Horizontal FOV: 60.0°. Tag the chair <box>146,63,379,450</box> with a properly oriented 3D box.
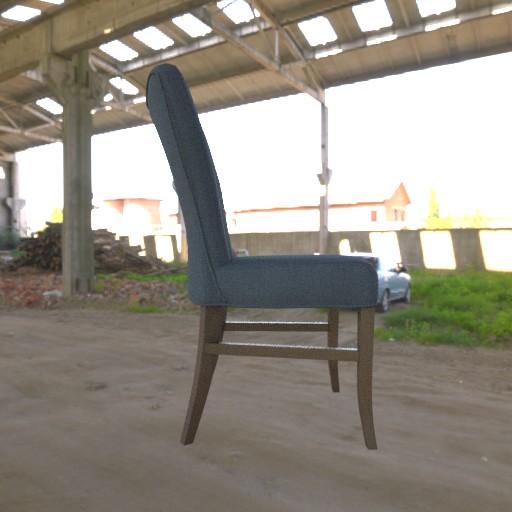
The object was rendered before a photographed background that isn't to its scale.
[{"bbox_3d":[0.000,0.000,1.374,0.660,0.991,0.520,0,0,-1],"label":"chair"}]
